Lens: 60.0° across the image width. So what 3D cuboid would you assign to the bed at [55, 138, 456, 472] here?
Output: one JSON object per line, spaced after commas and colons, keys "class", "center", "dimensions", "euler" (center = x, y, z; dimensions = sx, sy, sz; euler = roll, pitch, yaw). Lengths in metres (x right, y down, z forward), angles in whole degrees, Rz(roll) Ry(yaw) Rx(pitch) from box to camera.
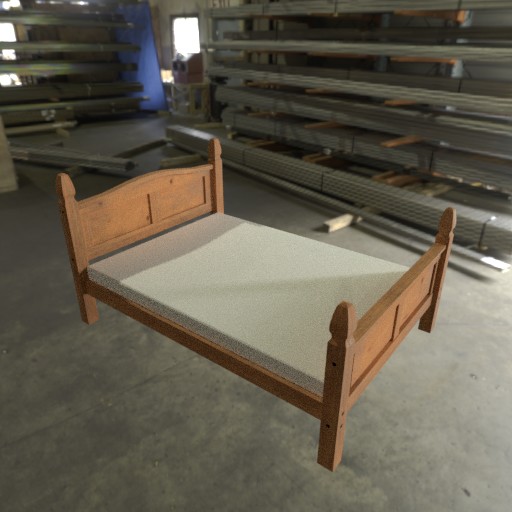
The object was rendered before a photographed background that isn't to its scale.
{"class": "bed", "center": [0.000, 0.000, 2.961], "dimensions": [2.069, 1.100, 1.490], "euler": [19, 32, 33]}
